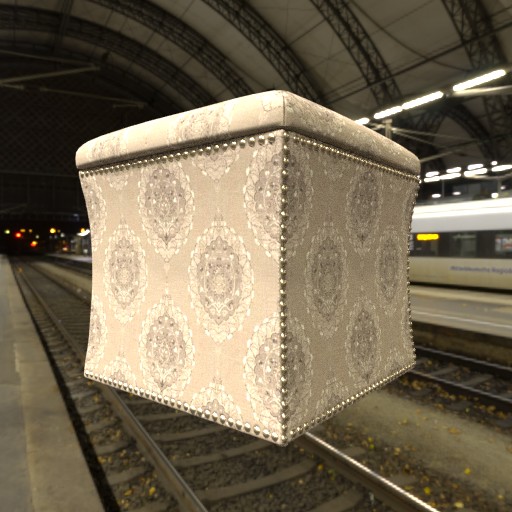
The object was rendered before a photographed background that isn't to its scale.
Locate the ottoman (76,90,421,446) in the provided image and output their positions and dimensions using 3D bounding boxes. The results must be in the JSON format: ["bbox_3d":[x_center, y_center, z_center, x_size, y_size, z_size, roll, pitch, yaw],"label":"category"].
[{"bbox_3d":[0.000,0.000,0.869,0.497,0.473,0.507,1,2,39],"label":"ottoman"}]
